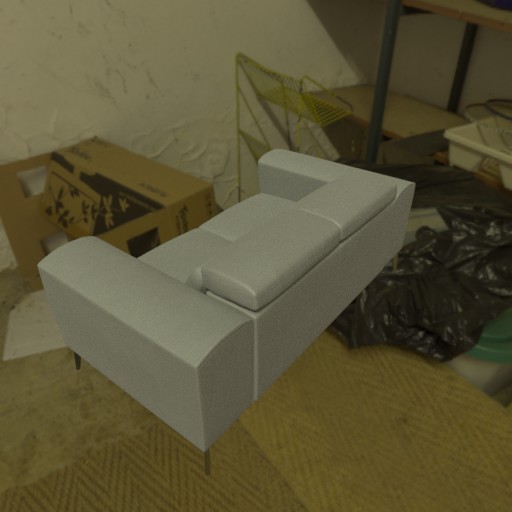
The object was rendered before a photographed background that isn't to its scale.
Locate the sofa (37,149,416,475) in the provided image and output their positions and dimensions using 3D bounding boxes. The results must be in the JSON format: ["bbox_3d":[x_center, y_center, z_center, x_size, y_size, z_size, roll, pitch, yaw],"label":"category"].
[{"bbox_3d":[0.000,0.000,2.421,1.003,0.779,1.895,23,39,31],"label":"sofa"}]
